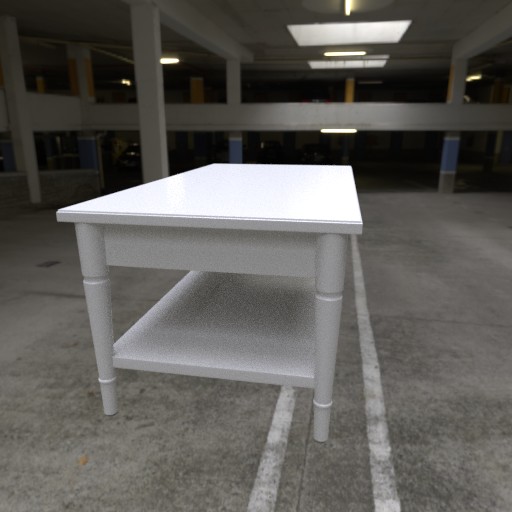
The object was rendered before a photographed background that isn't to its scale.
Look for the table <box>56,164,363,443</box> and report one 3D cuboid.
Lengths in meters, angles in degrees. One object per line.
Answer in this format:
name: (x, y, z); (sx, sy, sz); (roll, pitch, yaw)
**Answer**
table: (0.000, 0.000, 1.344); (0.559, 0.457, 1.067); (3, 17, 10)
